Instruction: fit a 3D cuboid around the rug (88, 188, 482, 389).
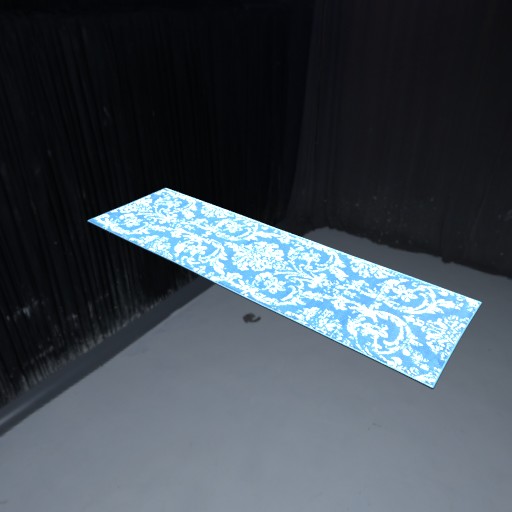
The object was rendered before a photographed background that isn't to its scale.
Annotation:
[{"bbox_3d":[0.000,0.000,2.446,2.196,0.011,0.662,23,38,32],"label":"rug"}]
